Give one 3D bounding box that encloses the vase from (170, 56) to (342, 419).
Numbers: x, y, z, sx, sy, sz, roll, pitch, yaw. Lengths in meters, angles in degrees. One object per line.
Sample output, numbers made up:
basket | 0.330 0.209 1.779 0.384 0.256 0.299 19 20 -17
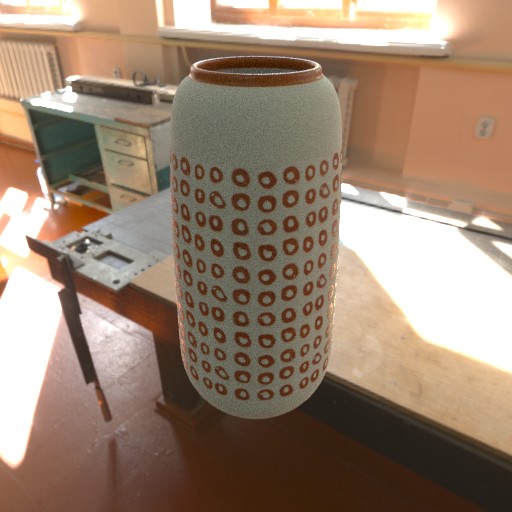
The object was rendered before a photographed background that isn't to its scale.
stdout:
vase | 0.000 0.000 0.352 0.133 0.282 0.133 0 31 0
